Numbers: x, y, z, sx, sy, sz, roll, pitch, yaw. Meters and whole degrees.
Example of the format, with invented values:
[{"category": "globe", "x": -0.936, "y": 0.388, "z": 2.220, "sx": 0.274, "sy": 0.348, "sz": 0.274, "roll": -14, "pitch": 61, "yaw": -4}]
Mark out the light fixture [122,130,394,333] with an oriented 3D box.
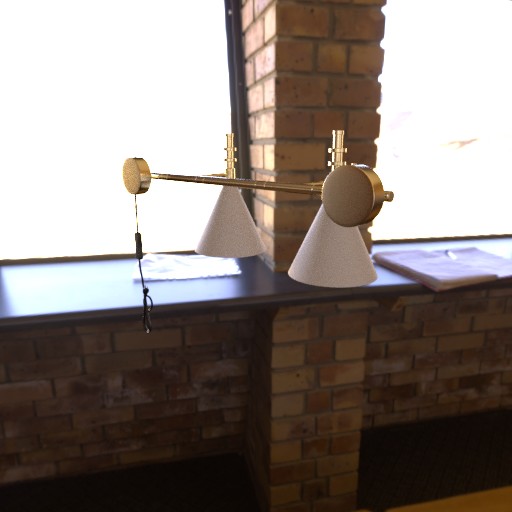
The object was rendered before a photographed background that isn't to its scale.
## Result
[{"category": "light fixture", "x": 0.000, "y": 0.000, "z": 0.867, "sx": 0.239, "sy": 0.468, "sz": 0.642, "roll": -14, "pitch": 19, "yaw": -43}]
